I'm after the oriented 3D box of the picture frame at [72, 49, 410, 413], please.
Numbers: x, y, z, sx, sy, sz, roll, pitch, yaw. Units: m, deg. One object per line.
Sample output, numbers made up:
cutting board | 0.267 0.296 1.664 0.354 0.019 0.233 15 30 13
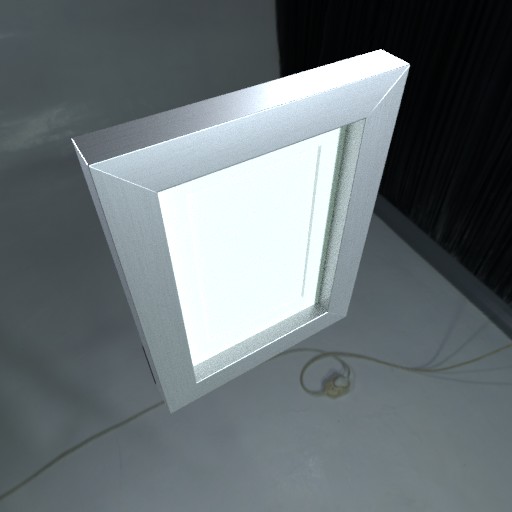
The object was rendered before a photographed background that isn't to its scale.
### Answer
picture frame | 0.000 0.000 0.269 0.157 0.208 0.028 -24 51 -21
